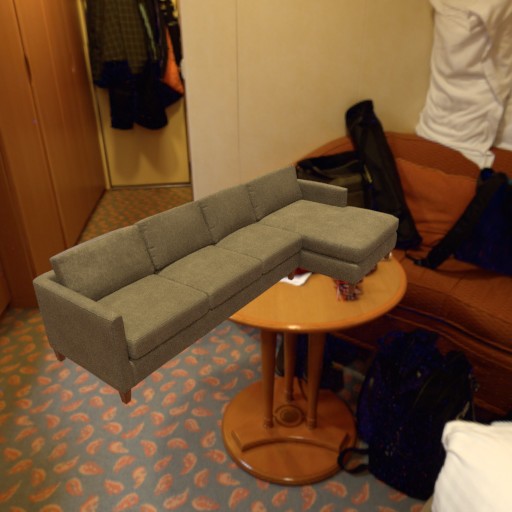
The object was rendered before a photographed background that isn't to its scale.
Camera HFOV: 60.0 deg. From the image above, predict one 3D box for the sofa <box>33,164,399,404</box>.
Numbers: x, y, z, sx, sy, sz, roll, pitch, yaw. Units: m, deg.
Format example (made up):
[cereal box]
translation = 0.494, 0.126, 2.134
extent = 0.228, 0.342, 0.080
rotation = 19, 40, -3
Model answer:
[sofa]
translation = 0.000, 0.000, 4.188
extent = 1.604, 0.950, 3.471
rotation = 17, 30, 32
